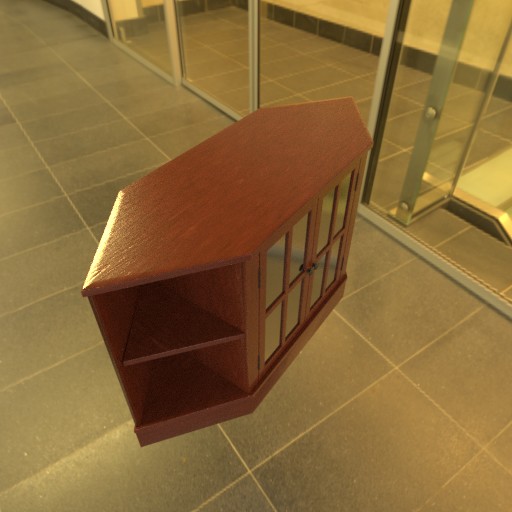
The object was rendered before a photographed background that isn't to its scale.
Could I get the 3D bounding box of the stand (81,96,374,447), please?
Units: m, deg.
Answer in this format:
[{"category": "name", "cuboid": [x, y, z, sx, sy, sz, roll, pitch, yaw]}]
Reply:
[{"category": "stand", "cuboid": [0.000, 0.000, 1.316, 0.381, 0.614, 1.072, 26, 48, 26]}]
